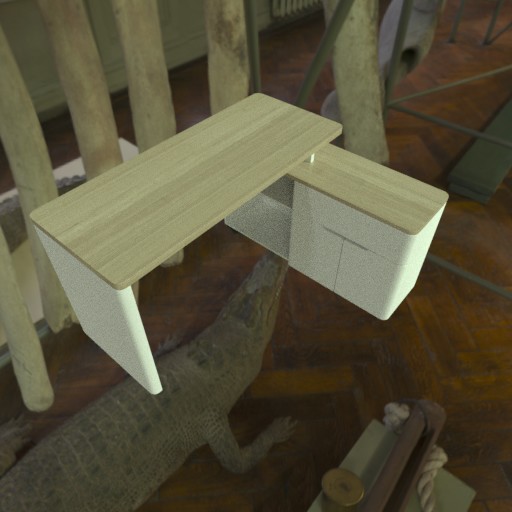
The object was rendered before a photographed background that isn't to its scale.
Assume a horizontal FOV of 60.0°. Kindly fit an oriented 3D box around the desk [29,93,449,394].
[{"bbox_3d":[0.000,0.000,2.115,1.175,0.770,1.400,31,53,27],"label":"desk"}]
